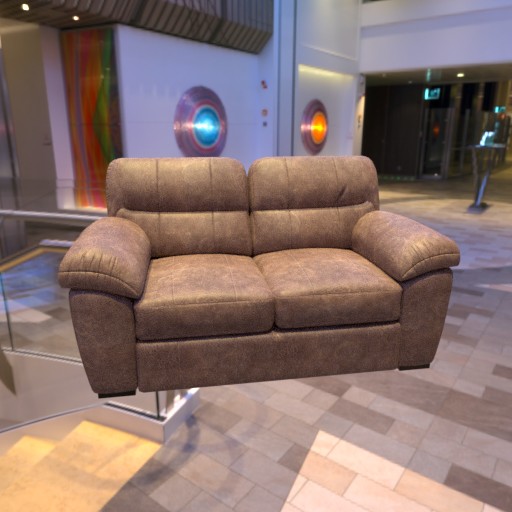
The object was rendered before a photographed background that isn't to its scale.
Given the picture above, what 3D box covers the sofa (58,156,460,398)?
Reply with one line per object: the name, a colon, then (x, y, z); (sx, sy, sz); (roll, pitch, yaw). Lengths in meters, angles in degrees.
sofa: (0.000, 0.000, 2.350); (1.753, 0.991, 0.991); (-3, 16, -9)
